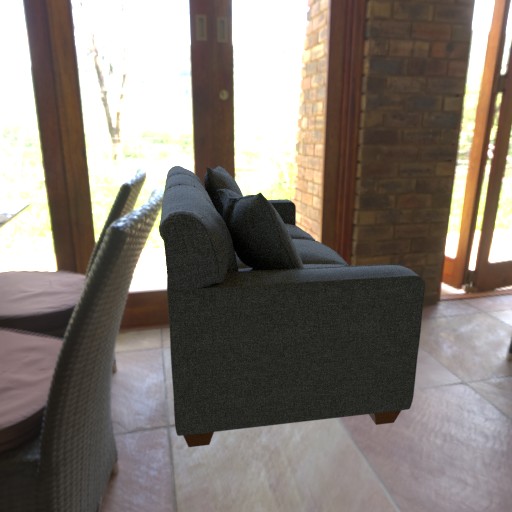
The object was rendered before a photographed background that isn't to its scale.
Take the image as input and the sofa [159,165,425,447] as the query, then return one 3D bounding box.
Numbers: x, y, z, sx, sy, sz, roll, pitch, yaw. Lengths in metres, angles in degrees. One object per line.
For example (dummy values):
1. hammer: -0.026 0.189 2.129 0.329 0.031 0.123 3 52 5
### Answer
1. sofa: 0.000 0.000 2.556 0.997 0.958 2.024 -3 16 -10
